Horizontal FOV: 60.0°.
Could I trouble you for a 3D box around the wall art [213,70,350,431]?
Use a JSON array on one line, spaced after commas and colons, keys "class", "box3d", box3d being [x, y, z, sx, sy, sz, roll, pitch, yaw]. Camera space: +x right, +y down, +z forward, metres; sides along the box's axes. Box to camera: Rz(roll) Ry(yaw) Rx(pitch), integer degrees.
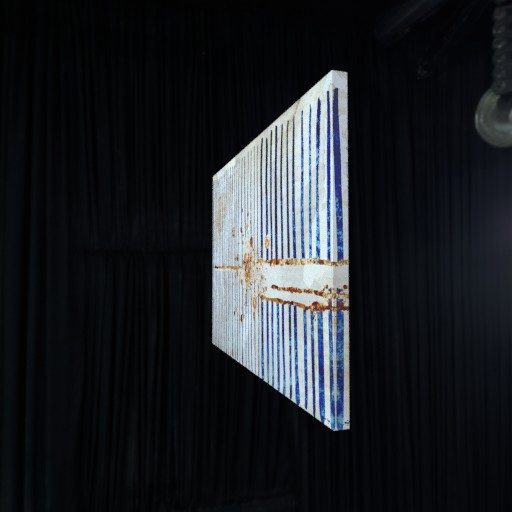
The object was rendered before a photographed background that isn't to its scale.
[{"class": "wall art", "box3d": [0.000, 0.000, 1.187, 0.030, 0.609, 0.919, 1, -2, -18]}]
